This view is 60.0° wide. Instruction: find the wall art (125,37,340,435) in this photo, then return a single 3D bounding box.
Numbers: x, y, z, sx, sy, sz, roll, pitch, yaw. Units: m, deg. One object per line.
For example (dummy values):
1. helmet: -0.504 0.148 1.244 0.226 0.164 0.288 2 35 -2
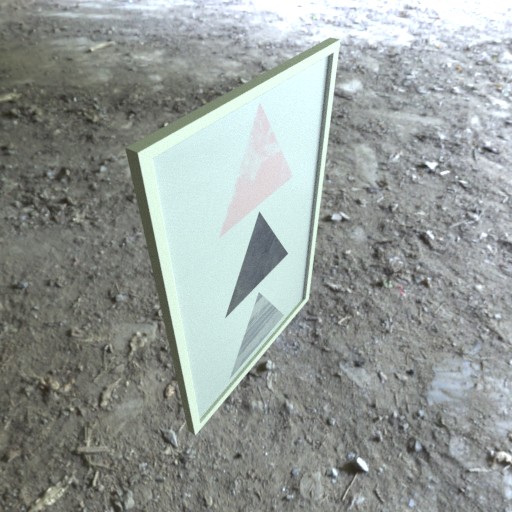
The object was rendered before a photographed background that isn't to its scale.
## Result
1. wall art: 0.000 0.000 0.551 0.013 0.433 0.303 26 49 25
